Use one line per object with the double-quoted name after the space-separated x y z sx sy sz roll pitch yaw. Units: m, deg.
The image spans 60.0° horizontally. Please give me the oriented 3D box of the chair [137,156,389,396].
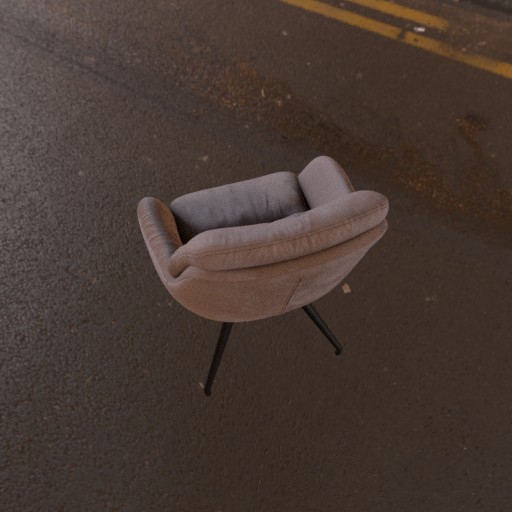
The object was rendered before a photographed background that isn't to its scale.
0.000 0.000 1.282 0.579 0.888 0.569 -15 59 -9 "chair"
